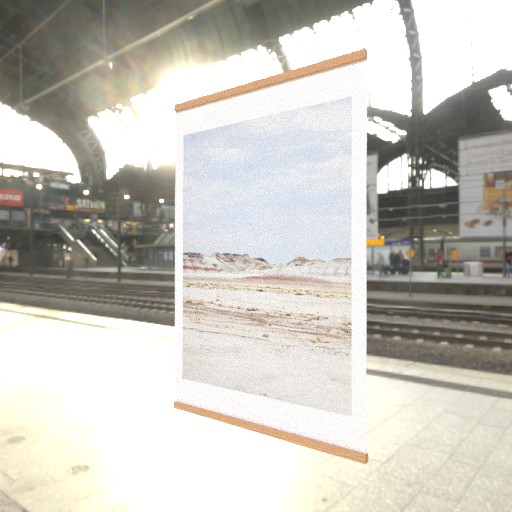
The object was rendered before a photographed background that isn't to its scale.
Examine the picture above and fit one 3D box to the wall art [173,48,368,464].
[{"bbox_3d":[0.000,0.000,1.930,1.011,1.521,0.025,0,0,36],"label":"wall art"}]
